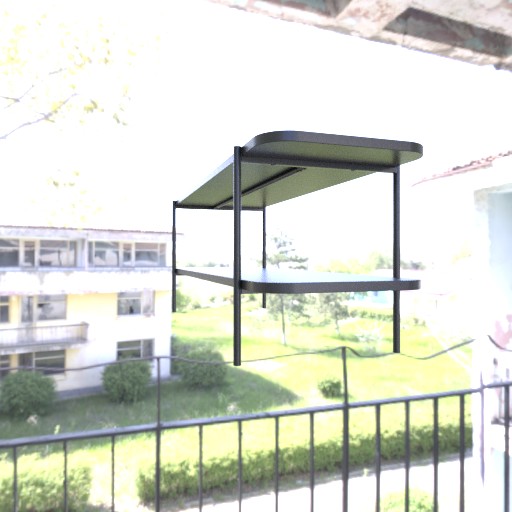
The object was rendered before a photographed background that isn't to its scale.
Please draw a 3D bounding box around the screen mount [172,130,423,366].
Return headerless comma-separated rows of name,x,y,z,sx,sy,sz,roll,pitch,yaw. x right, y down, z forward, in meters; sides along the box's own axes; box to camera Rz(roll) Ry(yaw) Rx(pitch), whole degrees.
screen mount,0.000,0.000,1.397,0.400,0.447,1.200,0,0,-18
